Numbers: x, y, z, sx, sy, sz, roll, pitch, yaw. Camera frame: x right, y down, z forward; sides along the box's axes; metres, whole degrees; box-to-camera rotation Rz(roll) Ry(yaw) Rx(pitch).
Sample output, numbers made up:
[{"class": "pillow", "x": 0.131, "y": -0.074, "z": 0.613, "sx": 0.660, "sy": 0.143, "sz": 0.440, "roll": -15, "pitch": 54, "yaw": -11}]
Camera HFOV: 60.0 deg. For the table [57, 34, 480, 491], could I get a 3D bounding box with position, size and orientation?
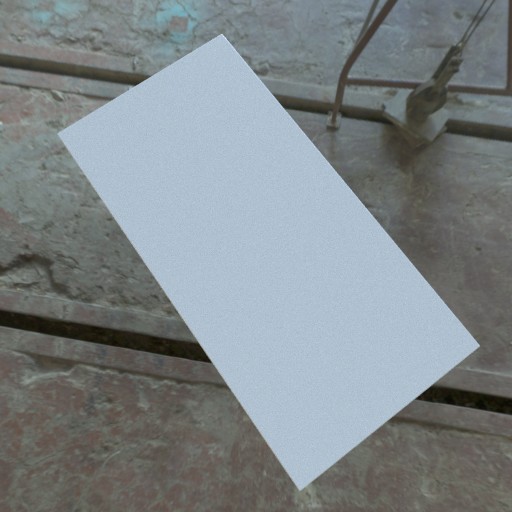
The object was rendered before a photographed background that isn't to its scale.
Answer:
[{"class": "table", "x": 0.000, "y": 0.000, "z": 2.255, "sx": 0.900, "sy": 0.790, "sz": 1.800, "roll": -35, "pitch": 79, "yaw": -8}]
